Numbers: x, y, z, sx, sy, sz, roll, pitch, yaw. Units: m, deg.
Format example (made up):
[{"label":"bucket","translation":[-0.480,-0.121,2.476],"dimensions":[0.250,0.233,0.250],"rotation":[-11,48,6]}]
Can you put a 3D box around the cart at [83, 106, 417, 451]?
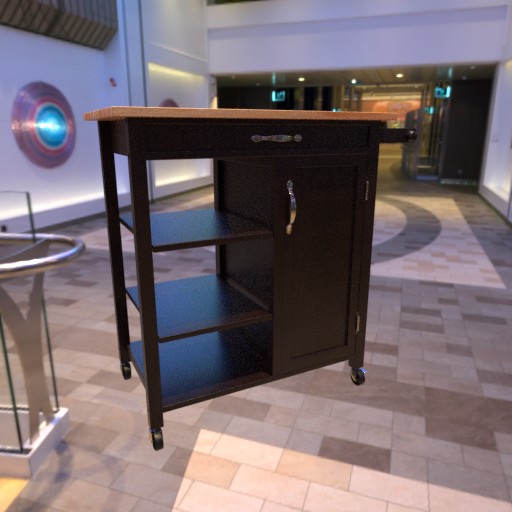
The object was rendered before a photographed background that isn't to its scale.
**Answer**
[{"label":"cart","translation":[0.000,0.000,1.437],"dimensions":[0.914,0.878,0.472],"rotation":[-8,18,-26]}]
